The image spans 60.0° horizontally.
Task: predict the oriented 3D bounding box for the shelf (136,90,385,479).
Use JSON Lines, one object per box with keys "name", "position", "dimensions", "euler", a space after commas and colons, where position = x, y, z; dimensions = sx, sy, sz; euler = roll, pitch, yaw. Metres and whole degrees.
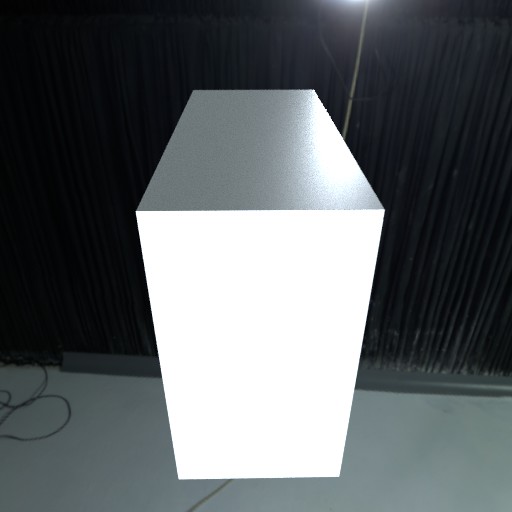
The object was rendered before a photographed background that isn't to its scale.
{"name": "shelf", "position": [0.000, 0.000, 1.278], "dimensions": [0.396, 0.732, 0.895], "euler": [-1, 32, -1]}
